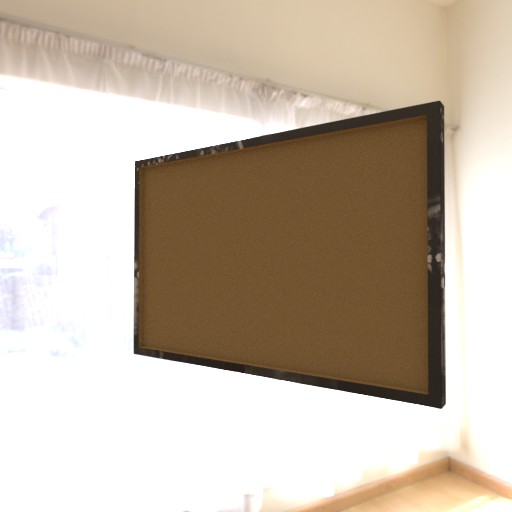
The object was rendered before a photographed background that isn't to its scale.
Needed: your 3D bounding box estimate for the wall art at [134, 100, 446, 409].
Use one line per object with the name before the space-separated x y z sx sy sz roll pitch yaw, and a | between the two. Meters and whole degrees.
wall art | 0.000 0.000 1.149 0.914 0.609 0.038 -1 -1 35
